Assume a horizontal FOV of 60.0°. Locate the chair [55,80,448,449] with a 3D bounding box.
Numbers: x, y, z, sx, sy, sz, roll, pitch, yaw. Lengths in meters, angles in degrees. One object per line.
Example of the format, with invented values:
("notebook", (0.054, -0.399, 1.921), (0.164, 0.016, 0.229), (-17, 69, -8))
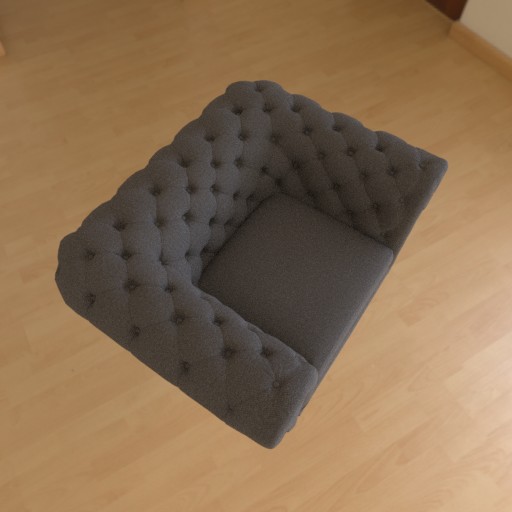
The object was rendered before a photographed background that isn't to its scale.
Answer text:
("chair", (0.000, 0.000, 1.855), (0.976, 0.770, 1.270), (31, 64, 17))
